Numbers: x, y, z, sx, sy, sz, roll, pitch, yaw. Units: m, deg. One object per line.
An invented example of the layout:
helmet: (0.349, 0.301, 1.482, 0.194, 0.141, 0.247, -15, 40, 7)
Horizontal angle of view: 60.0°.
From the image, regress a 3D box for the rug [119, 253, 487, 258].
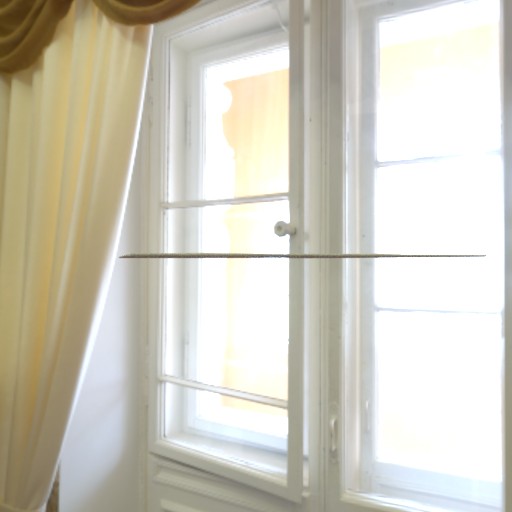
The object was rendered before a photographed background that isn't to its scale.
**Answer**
rug: (0.000, 0.000, 3.989, 2.311, 0.032, 2.921, 0, 0, -18)
